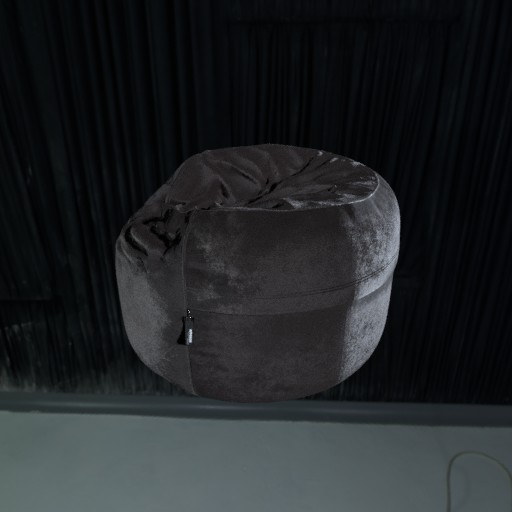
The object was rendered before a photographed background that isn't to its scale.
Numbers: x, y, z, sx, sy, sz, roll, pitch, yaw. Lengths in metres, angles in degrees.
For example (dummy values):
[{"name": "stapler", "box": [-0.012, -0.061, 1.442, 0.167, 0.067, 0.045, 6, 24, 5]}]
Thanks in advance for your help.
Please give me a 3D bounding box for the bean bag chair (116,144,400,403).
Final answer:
[{"name": "bean bag chair", "box": [0.000, 0.000, 1.506, 0.918, 0.605, 0.918, 0, 26, 0]}]
